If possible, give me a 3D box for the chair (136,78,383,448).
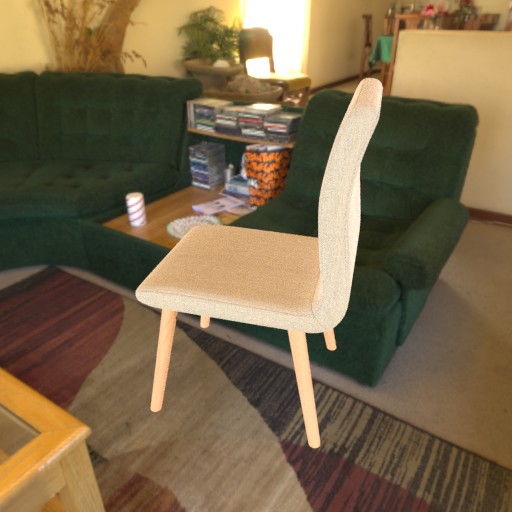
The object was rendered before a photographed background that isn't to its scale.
[{"bbox_3d":[0.000,0.000,1.207,0.550,0.885,0.435,8,30,13],"label":"chair"}]
